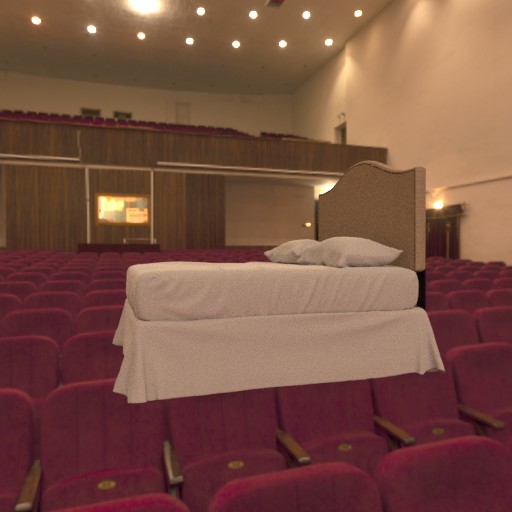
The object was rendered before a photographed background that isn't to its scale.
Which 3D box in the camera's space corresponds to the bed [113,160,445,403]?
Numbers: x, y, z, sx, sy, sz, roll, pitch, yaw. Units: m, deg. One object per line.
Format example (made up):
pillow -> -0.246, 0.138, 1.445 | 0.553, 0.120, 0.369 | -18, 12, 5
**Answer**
bed -> 0.000, 0.000, 3.598 | 2.221, 1.645, 1.876 | 0, 0, -18
